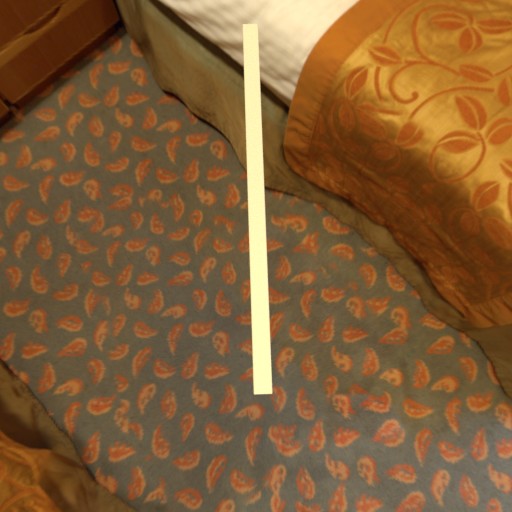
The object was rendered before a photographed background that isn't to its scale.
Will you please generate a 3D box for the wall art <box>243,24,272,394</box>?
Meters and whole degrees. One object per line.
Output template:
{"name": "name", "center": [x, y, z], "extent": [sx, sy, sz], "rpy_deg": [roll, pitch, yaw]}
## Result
{"name": "wall art", "center": [0.000, 0.000, 0.553], "extent": [0.013, 0.433, 0.303], "rpy_deg": [-2, 76, 0]}
